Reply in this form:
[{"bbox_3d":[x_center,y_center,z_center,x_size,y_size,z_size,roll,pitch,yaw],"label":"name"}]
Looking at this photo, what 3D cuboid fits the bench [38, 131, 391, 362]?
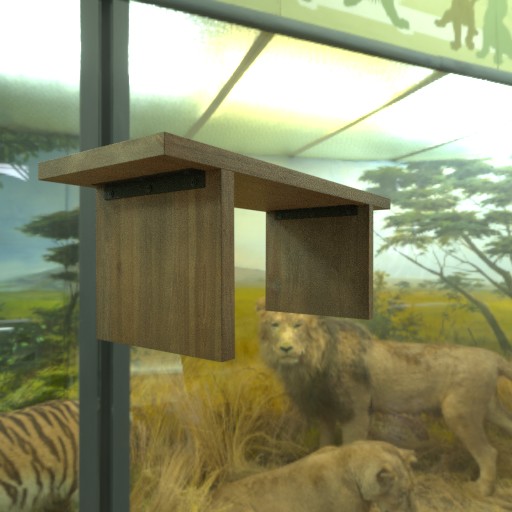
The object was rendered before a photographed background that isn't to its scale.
[{"bbox_3d":[0.000,0.000,1.429,0.458,0.458,1.183,0,0,37],"label":"bench"}]
